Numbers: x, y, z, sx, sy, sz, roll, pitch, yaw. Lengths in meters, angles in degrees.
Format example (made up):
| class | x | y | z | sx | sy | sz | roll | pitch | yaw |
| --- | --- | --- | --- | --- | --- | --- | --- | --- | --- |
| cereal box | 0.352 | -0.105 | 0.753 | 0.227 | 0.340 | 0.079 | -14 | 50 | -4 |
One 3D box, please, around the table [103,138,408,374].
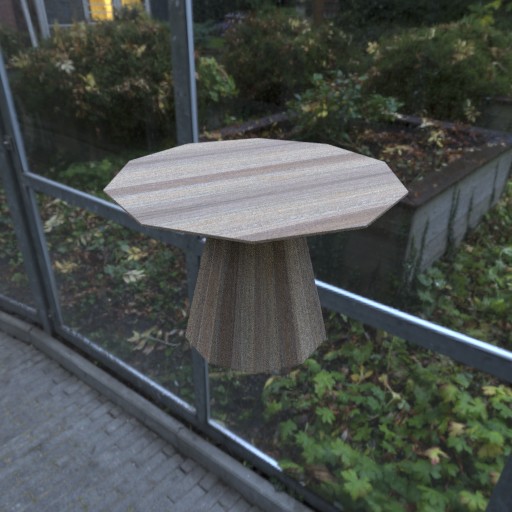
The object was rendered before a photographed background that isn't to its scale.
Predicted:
| class | x | y | z | sx | sy | sz | roll | pitch | yaw |
| --- | --- | --- | --- | --- | --- | --- | --- | --- | --- |
| table | 0.000 | 0.000 | 1.981 | 1.186 | 0.752 | 1.186 | 0 | 29 | 0 |
